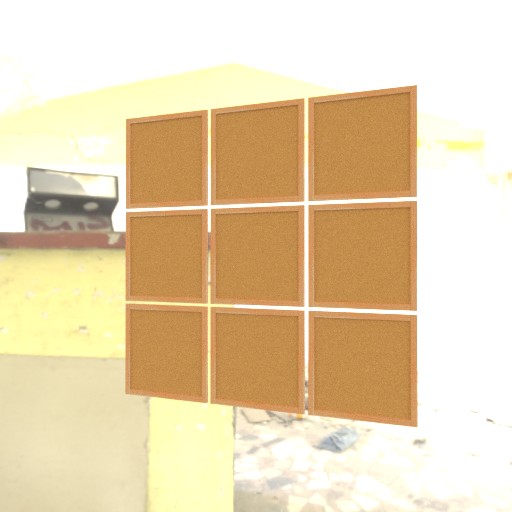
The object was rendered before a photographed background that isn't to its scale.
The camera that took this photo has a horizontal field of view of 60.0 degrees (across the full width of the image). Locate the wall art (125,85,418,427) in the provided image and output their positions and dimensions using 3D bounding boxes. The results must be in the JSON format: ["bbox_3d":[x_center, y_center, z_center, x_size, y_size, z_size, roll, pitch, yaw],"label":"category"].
[{"bbox_3d":[0.000,0.000,1.775,1.216,1.220,0.013,0,0,19],"label":"wall art"}]
